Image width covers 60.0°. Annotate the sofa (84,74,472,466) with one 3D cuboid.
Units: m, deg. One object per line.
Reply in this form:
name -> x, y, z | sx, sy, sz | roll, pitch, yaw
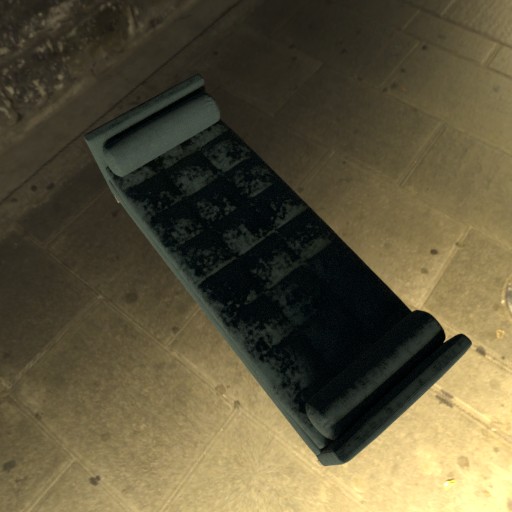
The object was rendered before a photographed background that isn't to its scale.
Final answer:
sofa -> 0.000, 0.000, 2.451 | 0.797, 0.657, 2.102 | -35, 69, -16
